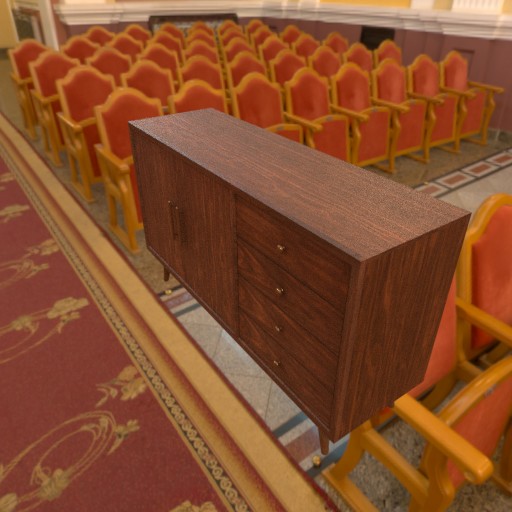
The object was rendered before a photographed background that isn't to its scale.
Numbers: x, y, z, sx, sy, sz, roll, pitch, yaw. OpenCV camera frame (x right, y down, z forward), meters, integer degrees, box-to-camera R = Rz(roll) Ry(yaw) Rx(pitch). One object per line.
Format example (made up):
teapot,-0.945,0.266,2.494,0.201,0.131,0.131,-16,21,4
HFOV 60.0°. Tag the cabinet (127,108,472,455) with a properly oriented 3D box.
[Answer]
cabinet,0.000,0.000,2.025,0.505,0.940,1.575,-20,37,-29
